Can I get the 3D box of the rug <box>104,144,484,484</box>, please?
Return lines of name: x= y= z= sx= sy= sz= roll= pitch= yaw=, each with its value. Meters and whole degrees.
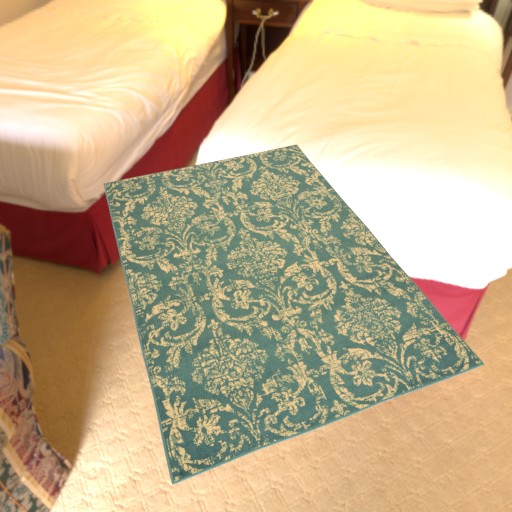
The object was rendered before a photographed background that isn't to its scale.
rug: x=0.000 y=0.000 z=2.702 sx=1.554 sy=0.012 sz=2.205 roll=-15 pitch=46 yaw=-15
